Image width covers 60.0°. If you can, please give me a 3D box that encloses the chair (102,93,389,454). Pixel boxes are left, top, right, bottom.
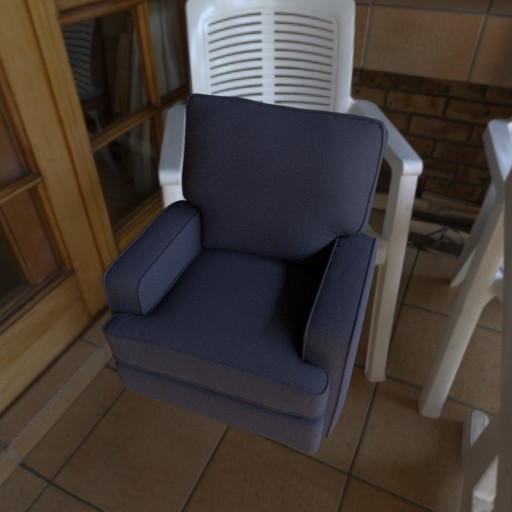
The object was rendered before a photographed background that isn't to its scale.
[{"bbox_3d":[0.000,0.000,1.662,0.861,0.962,0.964,13,41,15],"label":"chair"}]
